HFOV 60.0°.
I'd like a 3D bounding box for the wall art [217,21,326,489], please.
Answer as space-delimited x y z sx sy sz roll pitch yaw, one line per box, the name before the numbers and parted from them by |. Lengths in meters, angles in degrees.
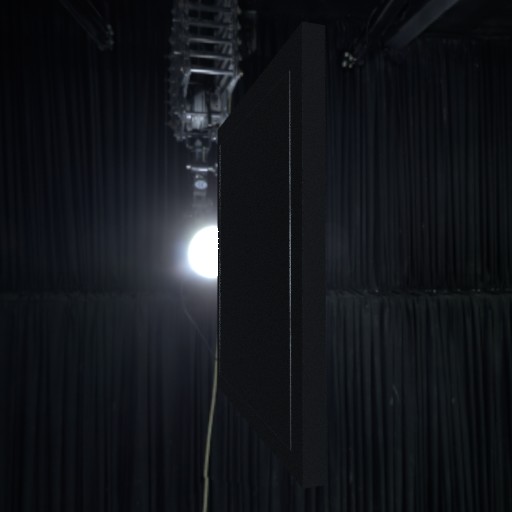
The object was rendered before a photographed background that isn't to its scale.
wall art | 0.000 0.000 0.754 0.031 0.558 0.461 0 -1 -18
